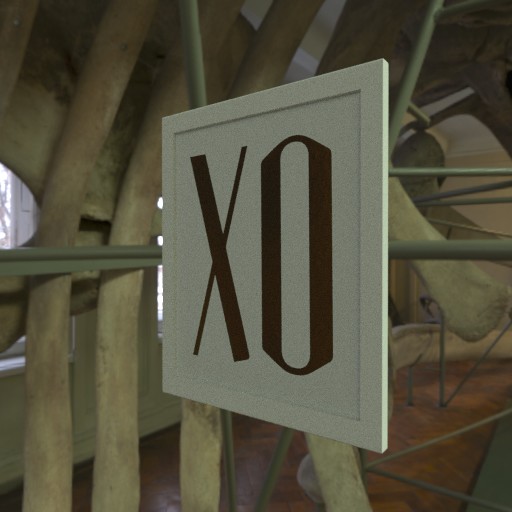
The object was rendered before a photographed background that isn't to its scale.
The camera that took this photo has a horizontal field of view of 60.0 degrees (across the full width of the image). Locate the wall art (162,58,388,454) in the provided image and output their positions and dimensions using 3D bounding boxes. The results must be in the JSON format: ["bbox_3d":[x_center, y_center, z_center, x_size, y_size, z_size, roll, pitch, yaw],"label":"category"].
[{"bbox_3d":[0.000,0.000,0.741,0.444,0.536,0.020,0,1,37],"label":"wall art"}]
